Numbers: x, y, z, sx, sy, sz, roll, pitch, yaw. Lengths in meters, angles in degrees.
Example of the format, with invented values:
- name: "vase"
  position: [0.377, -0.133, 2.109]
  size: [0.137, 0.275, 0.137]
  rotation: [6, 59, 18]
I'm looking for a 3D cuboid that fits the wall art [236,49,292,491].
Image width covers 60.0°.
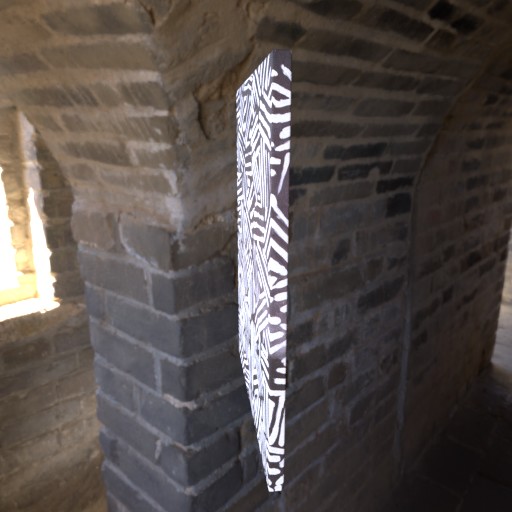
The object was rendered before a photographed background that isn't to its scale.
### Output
- name: "wall art"
  position: [0.000, 0.000, 1.343]
  size: [0.038, 1.017, 0.765]
  rotation: [-2, 15, -7]
